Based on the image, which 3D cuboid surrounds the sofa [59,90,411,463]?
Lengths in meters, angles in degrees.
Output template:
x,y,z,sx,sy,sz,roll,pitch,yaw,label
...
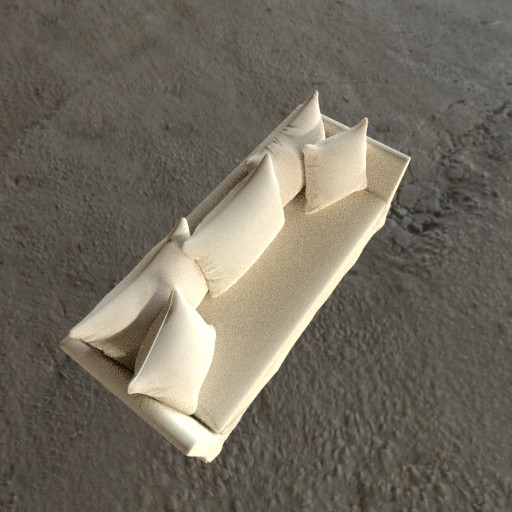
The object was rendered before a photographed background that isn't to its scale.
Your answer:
x,y,z,sx,sy,sz,roll,pitch,yaw,label
0.000,0.000,3.055,1.030,1.042,2.484,32,64,18,sofa
